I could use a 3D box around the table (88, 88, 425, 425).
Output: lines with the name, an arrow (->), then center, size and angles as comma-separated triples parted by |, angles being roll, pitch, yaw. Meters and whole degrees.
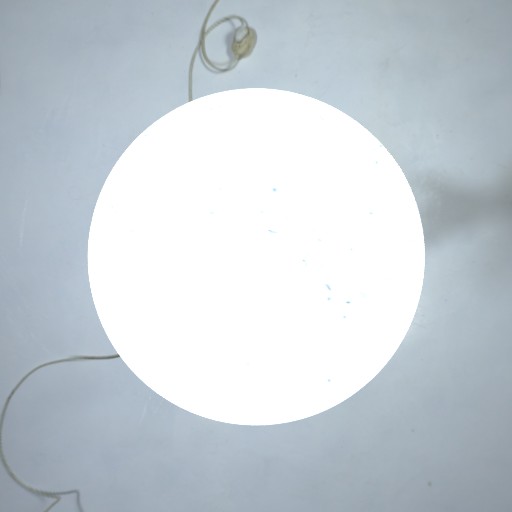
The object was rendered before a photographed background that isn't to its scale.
table -> 0.000, 0.000, 1.269 | 0.800, 0.450, 0.800 | 0, 92, -1
